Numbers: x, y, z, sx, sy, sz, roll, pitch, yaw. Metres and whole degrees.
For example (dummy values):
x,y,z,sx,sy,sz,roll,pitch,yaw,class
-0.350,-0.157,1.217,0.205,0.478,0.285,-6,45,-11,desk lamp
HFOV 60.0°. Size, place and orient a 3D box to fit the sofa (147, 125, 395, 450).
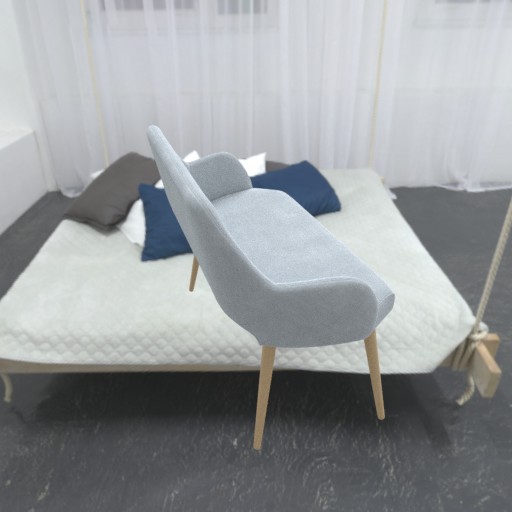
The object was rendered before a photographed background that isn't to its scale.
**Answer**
x,y,z,sx,sy,sz,roll,pitch,yaw,class
0.000,0.000,1.645,0.610,0.840,1.150,-10,32,-17,sofa
